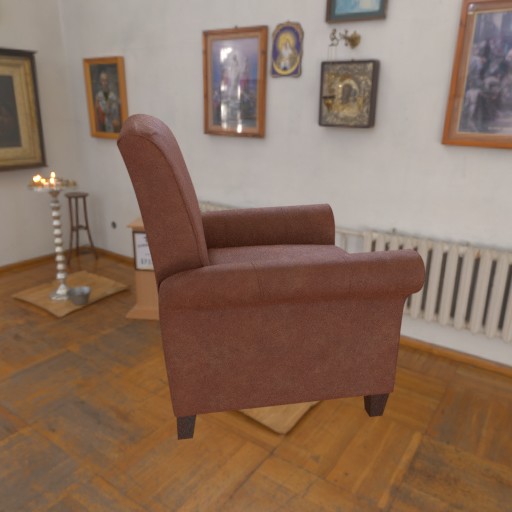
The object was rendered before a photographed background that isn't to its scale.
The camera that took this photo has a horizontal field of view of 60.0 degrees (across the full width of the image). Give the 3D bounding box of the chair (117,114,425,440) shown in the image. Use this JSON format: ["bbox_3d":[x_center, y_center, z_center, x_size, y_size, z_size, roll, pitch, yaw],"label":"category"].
[{"bbox_3d":[0.000,0.000,1.742,0.902,1.061,0.978,-3,17,-9],"label":"chair"}]
